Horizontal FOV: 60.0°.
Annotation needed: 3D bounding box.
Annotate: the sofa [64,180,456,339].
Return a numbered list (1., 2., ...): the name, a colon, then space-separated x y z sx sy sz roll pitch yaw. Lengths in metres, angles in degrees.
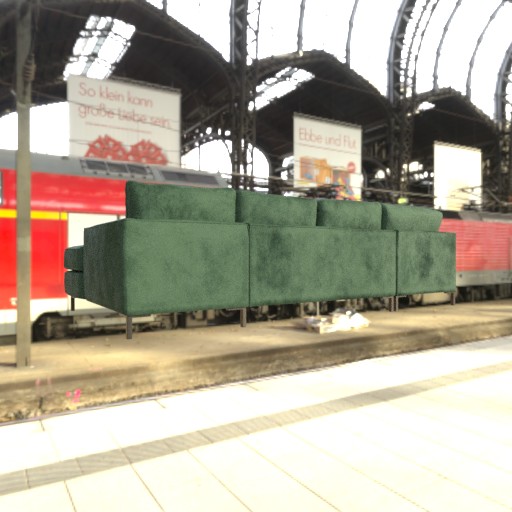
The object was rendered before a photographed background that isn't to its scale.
1. sofa: 0.000 0.000 3.877 2.994 0.861 1.992 0 0 -33
